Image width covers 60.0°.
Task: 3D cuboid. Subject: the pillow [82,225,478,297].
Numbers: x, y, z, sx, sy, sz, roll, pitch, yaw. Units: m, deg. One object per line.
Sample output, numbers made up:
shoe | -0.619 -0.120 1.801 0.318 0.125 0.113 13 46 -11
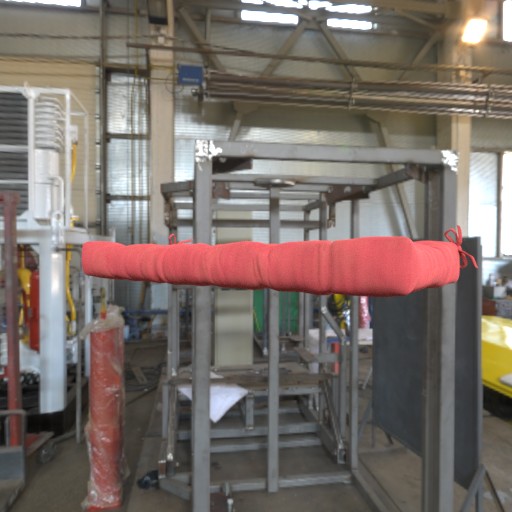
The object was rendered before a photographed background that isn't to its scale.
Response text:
pillow | 0.000 0.000 1.376 1.194 0.174 0.511 1 1 37
